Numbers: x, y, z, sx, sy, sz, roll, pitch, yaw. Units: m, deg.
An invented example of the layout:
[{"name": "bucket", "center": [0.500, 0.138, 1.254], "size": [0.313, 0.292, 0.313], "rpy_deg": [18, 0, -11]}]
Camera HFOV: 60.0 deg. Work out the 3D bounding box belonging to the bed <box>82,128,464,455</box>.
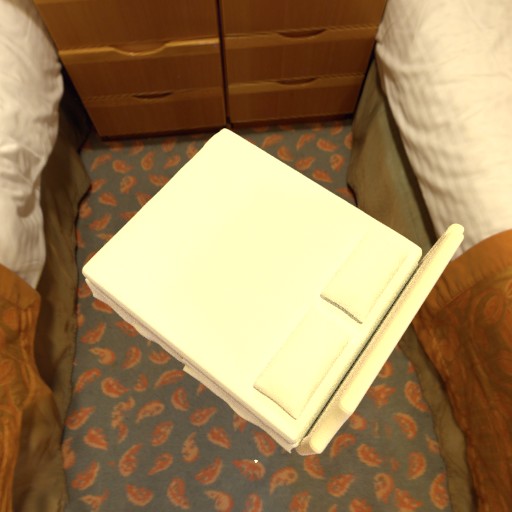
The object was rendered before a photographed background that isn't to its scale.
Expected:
[{"name": "bed", "center": [0.000, 0.000, 4.165], "size": [2.773, 1.590, 2.350], "rpy_deg": [35, 70, 15]}]
